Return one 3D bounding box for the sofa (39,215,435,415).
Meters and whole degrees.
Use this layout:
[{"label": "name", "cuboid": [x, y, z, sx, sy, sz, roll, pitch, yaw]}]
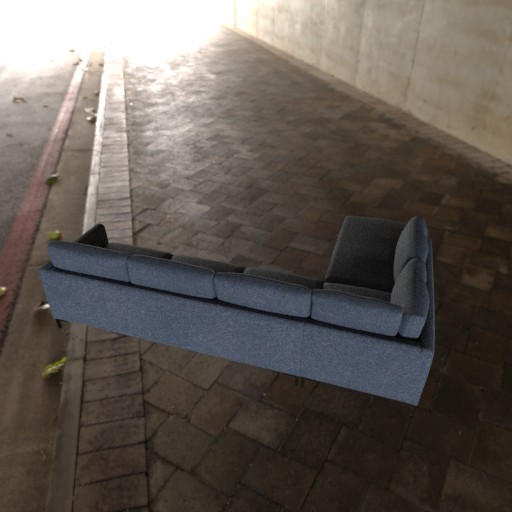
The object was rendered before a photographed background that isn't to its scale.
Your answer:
[{"label": "sofa", "cuboid": [0.000, 0.000, 3.939, 2.949, 0.815, 2.007, 10, 34, 15]}]
